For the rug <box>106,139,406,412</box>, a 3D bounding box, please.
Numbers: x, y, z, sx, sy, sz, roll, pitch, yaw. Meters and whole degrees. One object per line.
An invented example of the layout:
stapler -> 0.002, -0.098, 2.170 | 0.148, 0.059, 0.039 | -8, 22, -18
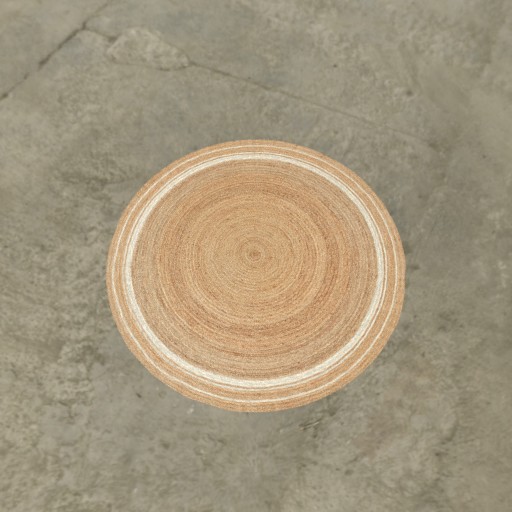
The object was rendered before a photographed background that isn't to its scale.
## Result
rug -> 0.000, 0.000, 3.656 | 2.444, 0.015, 2.444 | 0, 64, 0
